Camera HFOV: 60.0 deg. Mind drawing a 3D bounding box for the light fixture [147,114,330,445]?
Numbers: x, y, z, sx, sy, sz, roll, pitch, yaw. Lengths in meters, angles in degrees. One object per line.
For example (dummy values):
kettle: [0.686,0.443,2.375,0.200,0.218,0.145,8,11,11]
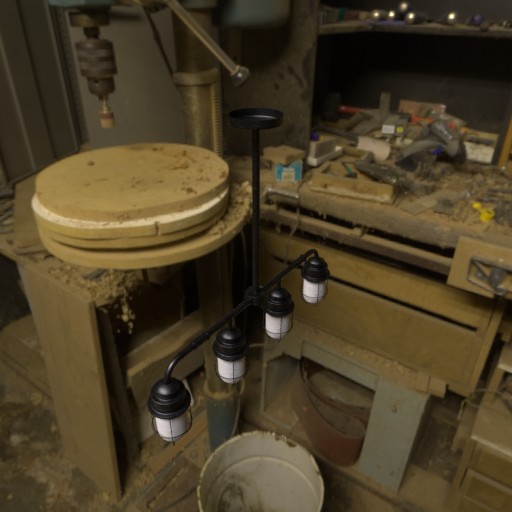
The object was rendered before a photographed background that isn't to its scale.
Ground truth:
light fixture: [0.000,0.000,1.255,0.131,0.785,0.852,20,36,31]
